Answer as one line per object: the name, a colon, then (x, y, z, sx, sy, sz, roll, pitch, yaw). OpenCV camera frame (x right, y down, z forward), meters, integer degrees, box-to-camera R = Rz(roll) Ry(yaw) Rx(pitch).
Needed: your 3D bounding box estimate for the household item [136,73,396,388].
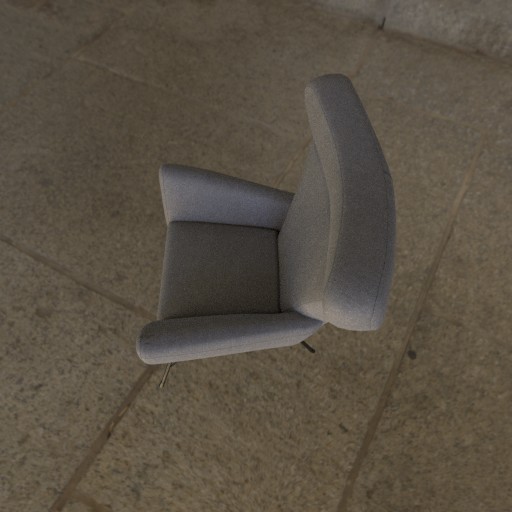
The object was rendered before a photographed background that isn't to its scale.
household item: (0.000, 0.000, 1.792, 0.900, 1.050, 0.980, 0, 58, 0)
